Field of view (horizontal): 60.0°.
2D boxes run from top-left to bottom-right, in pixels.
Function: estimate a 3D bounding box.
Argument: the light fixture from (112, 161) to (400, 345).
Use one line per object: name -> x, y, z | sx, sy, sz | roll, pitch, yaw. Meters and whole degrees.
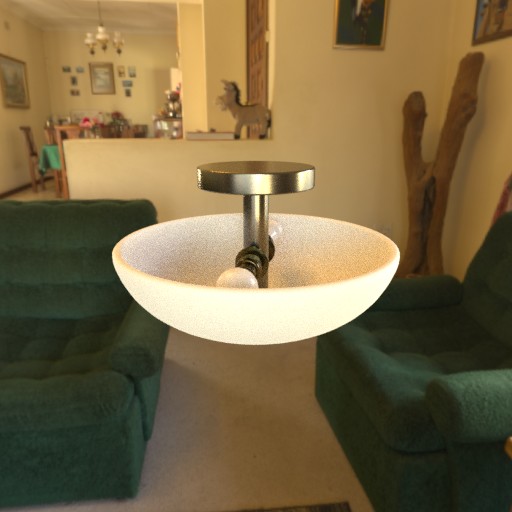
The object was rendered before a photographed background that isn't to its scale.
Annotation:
light fixture -> 0.000, 0.000, 0.537 | 0.330, 0.214, 0.330 | 0, 17, 0
